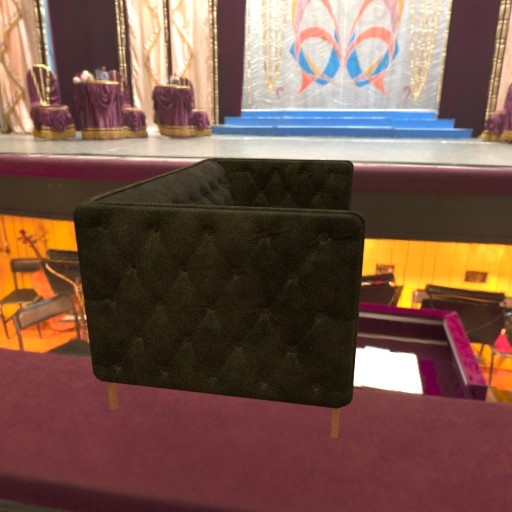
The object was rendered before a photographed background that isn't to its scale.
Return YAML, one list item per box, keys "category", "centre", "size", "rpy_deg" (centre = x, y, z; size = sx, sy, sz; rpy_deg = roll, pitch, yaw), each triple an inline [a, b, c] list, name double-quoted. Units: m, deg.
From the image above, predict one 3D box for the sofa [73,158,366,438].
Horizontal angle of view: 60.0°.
- category: "sofa"
  centre: [0.000, 0.000, 2.087]
  size: [0.895, 0.768, 1.537]
  rpy_deg: [3, 18, 10]
